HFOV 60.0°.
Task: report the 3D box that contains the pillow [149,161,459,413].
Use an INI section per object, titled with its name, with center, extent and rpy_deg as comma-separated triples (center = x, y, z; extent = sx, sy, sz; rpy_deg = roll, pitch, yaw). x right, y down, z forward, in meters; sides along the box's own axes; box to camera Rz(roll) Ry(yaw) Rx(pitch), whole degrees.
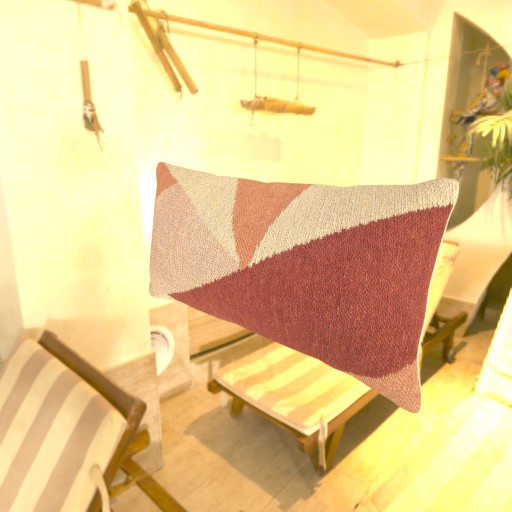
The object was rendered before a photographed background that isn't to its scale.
[pillow]
center = 0.000, 0.000, 0.737
extent = 0.609, 0.292, 0.155
rpy_deg = 14, 21, 42
